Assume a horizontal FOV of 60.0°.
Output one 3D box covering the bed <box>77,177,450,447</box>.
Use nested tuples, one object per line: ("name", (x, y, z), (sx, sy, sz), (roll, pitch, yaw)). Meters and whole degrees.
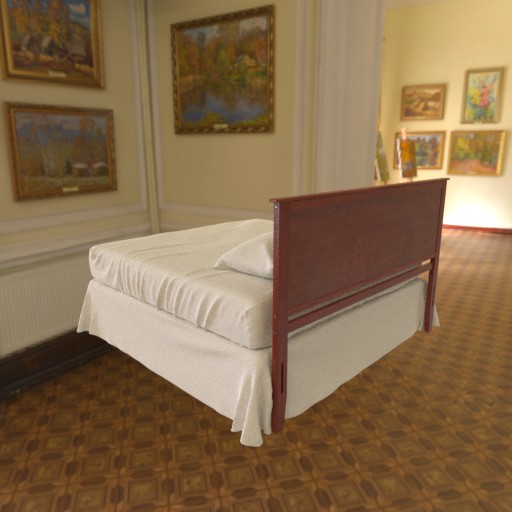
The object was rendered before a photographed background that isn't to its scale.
("bed", (0.000, 0.000, 3.634), (2.219, 1.271, 2.314), (14, 19, 43))
